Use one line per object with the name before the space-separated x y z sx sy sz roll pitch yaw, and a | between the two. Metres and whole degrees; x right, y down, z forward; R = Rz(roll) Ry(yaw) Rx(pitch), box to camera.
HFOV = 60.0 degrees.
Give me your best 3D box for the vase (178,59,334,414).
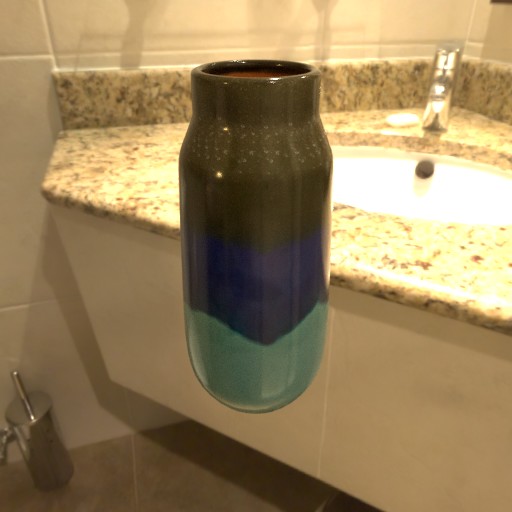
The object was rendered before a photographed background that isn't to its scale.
vase | 0.000 0.000 0.396 0.139 0.313 0.139 0 31 0
